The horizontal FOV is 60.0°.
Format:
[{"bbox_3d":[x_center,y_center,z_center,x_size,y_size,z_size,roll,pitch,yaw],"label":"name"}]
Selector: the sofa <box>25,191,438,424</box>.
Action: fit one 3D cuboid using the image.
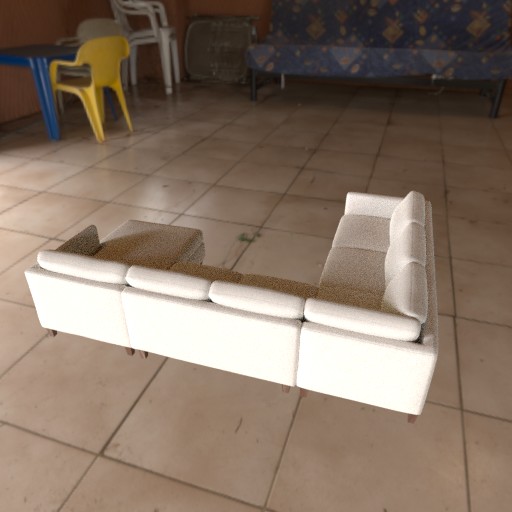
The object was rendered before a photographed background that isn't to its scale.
[{"bbox_3d":[0.000,0.000,4.367,3.238,0.853,2.551,9,32,15],"label":"sofa"}]
